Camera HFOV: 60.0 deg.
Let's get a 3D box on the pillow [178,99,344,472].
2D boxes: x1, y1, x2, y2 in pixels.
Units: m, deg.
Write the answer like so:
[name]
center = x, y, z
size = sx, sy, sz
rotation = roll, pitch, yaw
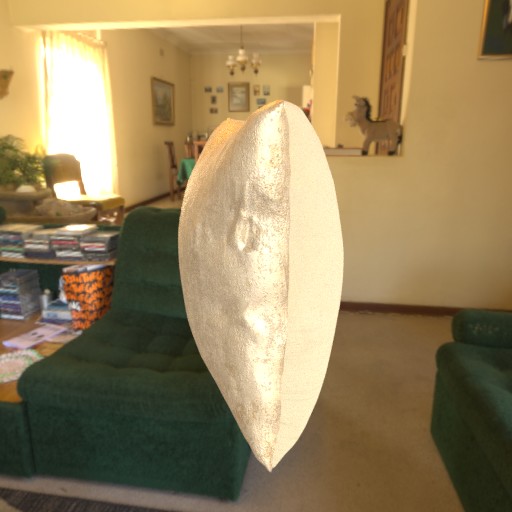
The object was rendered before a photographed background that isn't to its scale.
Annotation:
[pillow]
center = 0.000, 0.000, 0.715
size = 0.245, 0.448, 0.450
rotation = -2, 15, -8
